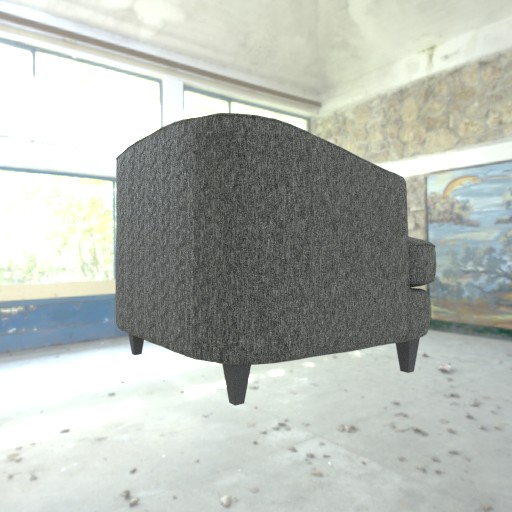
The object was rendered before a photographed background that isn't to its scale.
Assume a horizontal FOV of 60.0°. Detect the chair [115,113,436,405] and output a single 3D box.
[{"bbox_3d":[0.000,0.000,1.809,0.941,0.852,1.104,0,0,-36],"label":"chair"}]
